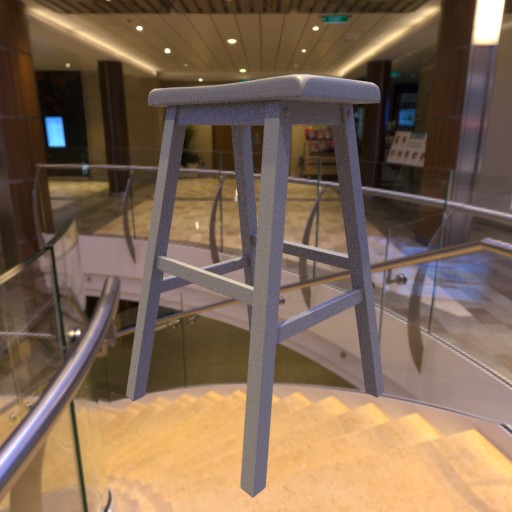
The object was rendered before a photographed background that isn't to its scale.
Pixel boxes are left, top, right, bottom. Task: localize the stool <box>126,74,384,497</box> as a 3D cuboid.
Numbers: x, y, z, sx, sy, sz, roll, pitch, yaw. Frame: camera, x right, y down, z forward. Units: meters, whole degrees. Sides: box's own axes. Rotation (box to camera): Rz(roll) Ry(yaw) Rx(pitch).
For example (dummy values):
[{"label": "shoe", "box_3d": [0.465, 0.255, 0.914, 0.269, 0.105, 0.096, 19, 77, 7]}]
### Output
[{"label": "stool", "box_3d": [0.000, 0.000, 1.028, 0.457, 0.737, 0.476, 16, 22, 43]}]
